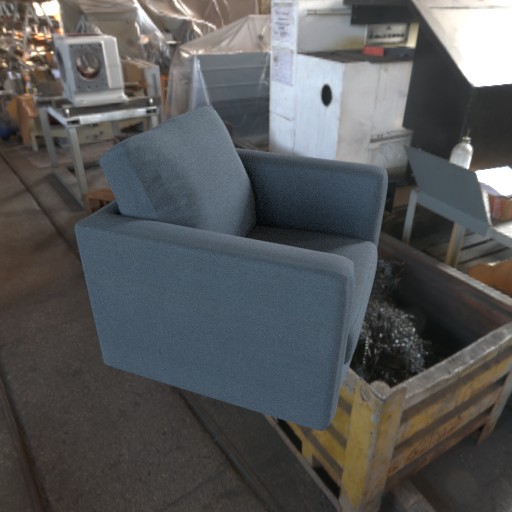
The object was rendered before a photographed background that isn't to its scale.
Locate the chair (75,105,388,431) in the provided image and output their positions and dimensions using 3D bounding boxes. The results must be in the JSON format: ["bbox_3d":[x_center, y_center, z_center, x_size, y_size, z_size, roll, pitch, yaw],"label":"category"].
[{"bbox_3d":[0.000,0.000,1.590,0.820,0.922,0.855,11,32,18],"label":"chair"}]
